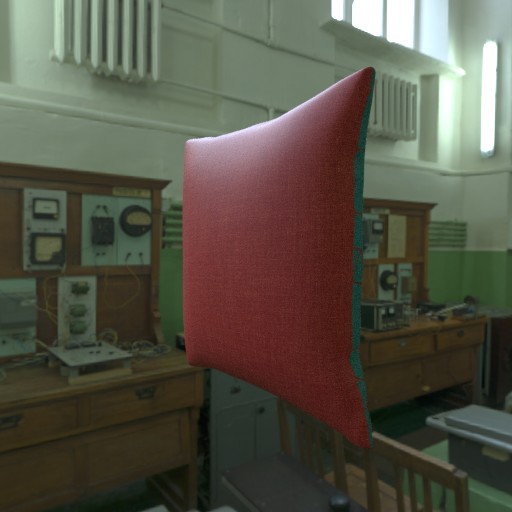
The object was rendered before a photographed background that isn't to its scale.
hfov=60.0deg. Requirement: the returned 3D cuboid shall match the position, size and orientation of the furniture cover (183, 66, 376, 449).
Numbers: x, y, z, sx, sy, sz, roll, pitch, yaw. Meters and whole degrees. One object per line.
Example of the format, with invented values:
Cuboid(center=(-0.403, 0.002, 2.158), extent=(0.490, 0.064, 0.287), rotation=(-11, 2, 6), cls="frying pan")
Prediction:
Cuboid(center=(0.000, 0.000, 0.791), extent=(0.158, 0.508, 0.517), rotation=(-1, 2, -36), cls="furniture cover")
